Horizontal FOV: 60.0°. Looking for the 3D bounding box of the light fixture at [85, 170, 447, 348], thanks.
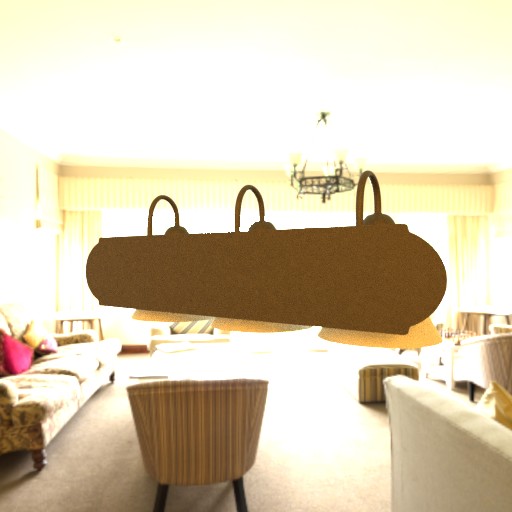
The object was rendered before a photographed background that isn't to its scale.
[{"bbox_3d":[0.000,0.000,0.704,0.610,0.222,0.199,0,-1,35],"label":"light fixture"}]
